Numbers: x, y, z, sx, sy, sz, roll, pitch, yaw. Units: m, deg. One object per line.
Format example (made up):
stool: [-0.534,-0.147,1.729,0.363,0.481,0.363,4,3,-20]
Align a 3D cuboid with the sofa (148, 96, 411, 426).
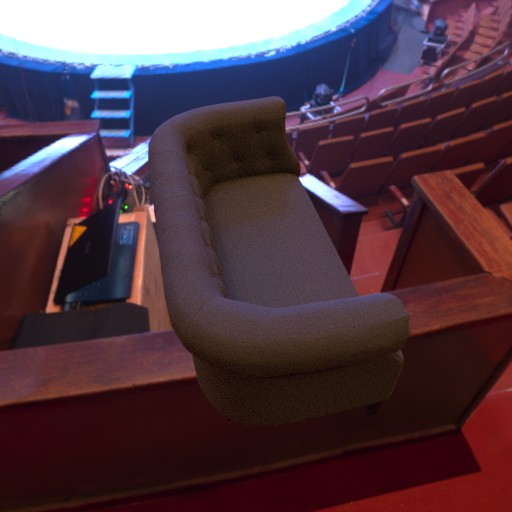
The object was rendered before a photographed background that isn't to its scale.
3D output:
sofa: [0.000,0.000,2.073,0.835,0.827,1.558,-10,47,-9]
